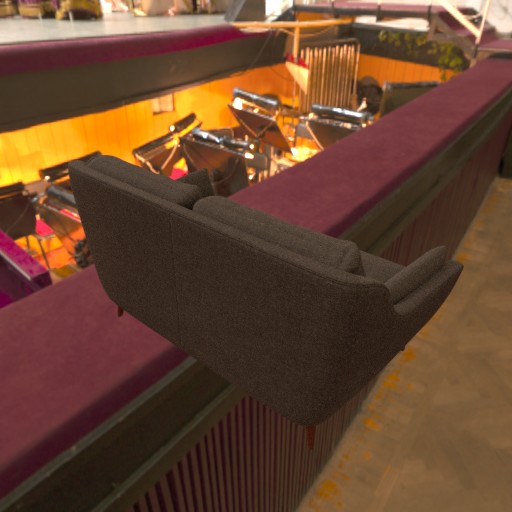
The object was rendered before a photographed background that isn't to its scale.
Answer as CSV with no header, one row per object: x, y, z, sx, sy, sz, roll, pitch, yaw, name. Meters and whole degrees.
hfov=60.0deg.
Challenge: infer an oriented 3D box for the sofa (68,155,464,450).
0.000,0.000,2.127,1.646,0.887,0.976,24,39,33,sofa
